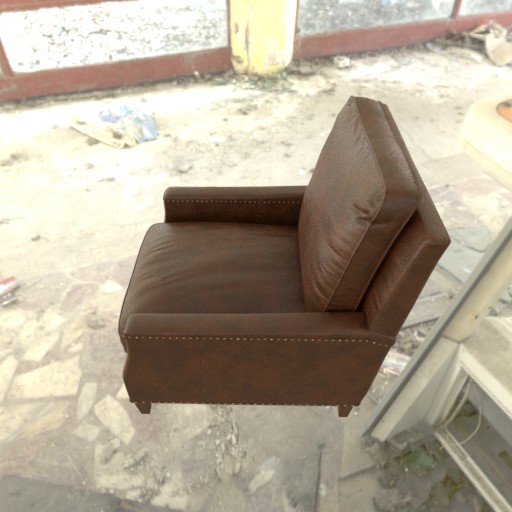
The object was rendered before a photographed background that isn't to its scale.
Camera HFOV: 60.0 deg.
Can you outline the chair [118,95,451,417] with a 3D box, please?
[{"bbox_3d":[0.000,0.000,1.761,1.035,1.054,0.854,1,43,1],"label":"chair"}]
